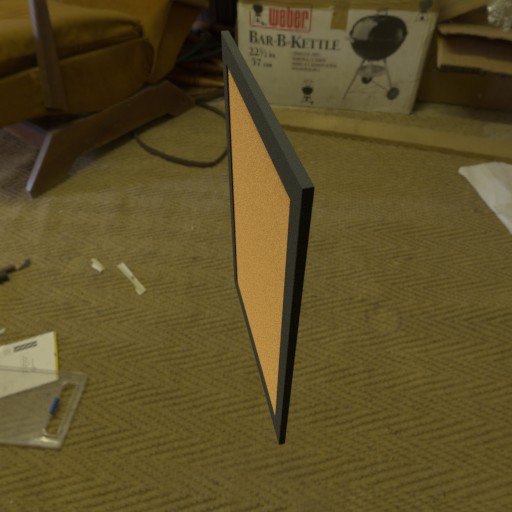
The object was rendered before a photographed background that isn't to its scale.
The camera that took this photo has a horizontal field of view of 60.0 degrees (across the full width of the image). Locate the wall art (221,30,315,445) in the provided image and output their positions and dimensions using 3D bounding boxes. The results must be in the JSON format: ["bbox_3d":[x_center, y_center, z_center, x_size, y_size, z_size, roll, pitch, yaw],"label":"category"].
[{"bbox_3d":[0.000,0.000,0.680,0.012,0.529,0.374,-10,46,-10],"label":"wall art"}]
